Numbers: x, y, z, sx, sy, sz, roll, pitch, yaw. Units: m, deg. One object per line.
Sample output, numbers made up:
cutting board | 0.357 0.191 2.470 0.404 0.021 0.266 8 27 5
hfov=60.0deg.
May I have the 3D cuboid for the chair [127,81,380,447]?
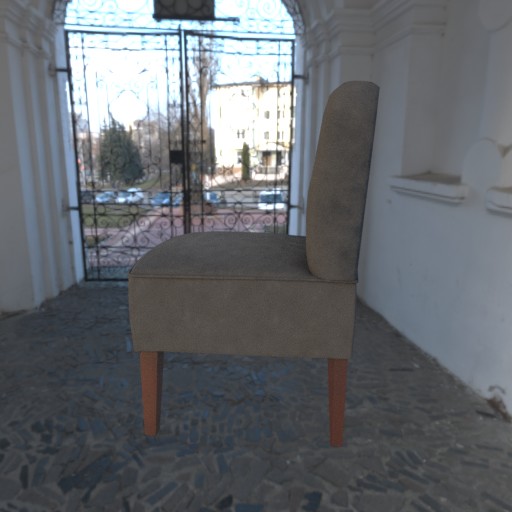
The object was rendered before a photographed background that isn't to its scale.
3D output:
chair | 0.000 0.000 1.167 0.554 0.806 0.521 2 14 9
